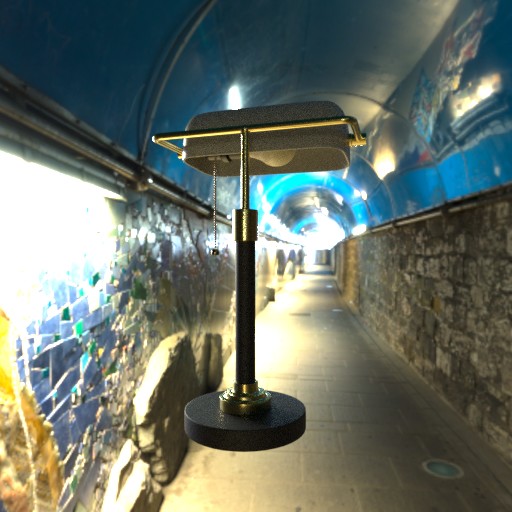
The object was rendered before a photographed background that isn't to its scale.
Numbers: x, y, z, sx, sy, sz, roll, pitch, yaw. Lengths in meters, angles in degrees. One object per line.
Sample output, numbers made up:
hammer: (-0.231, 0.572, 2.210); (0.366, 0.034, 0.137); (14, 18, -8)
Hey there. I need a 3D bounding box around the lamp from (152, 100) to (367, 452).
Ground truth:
lamp: (0.000, 0.000, 0.567); (0.269, 0.404, 0.227); (0, 0, 18)
